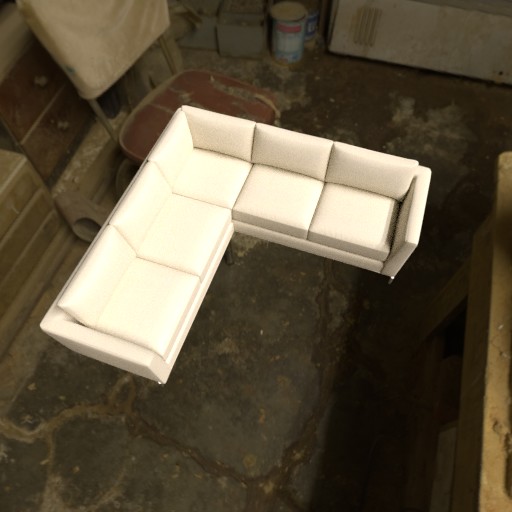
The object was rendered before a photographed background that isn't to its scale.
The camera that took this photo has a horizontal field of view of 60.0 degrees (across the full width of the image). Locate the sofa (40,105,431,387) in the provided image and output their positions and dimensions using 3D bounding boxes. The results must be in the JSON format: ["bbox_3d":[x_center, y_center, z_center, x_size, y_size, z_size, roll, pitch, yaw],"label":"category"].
[{"bbox_3d":[0.000,0.000,3.725,2.448,0.867,2.430,17,60,10],"label":"sofa"}]
